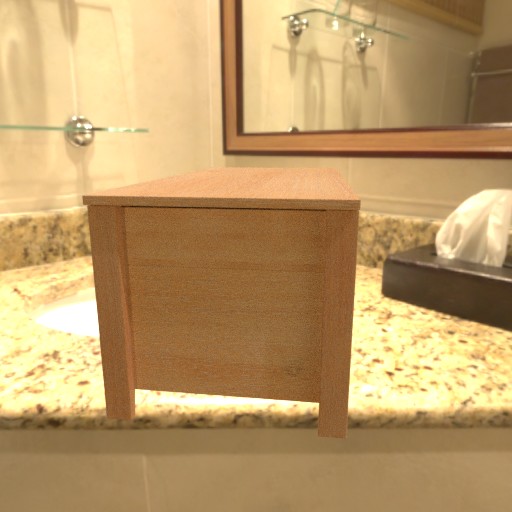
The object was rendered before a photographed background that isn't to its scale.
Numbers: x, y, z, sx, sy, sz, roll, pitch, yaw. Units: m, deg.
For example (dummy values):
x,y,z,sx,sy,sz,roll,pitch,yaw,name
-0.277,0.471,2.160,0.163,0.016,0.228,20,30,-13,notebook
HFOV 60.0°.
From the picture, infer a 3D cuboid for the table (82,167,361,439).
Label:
x,y,z,sx,sy,sz,roll,pitch,yaw,name
0.000,0.000,1.295,0.483,0.457,1.016,2,14,8,table
